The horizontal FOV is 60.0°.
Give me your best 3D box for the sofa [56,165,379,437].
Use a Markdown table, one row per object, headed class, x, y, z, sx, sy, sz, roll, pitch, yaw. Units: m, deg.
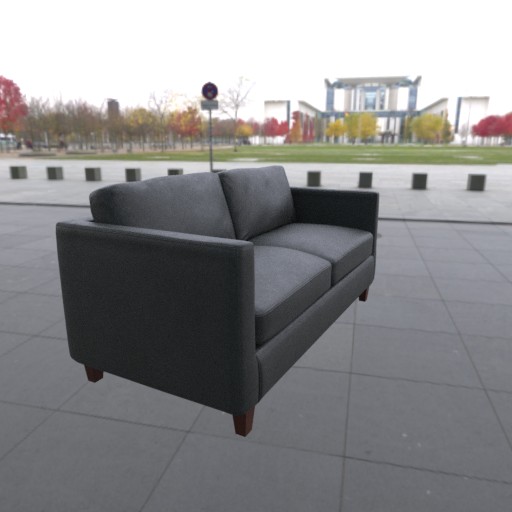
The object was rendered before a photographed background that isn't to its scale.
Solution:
| class | x | y | z | sx | sy | sz | roll | pitch | yaw |
| --- | --- | --- | --- | --- | --- | --- | --- | --- | --- |
| sofa | 0.000 | 0.000 | 2.500 | 0.951 | 0.933 | 1.883 | 8 | 17 | 28 |
